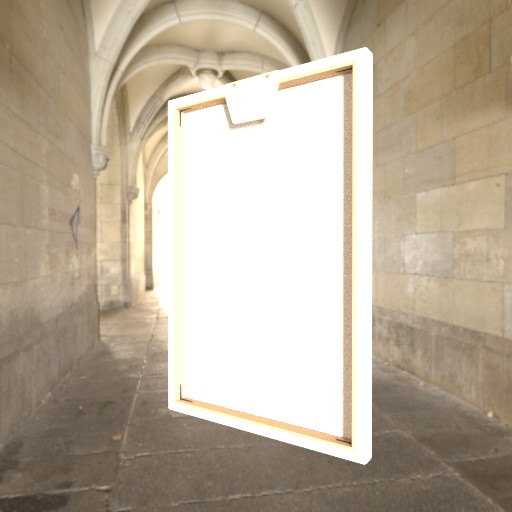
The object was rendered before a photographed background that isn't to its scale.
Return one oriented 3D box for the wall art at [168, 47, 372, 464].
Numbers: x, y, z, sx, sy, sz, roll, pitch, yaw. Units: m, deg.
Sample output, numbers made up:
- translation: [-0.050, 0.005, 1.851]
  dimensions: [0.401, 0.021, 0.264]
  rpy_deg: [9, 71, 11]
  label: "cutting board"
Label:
- translation: [0.000, 0.000, 1.141]
  dimensions: [0.602, 0.902, 0.048]
  rpy_deg: [0, 1, 35]
  label: "wall art"
